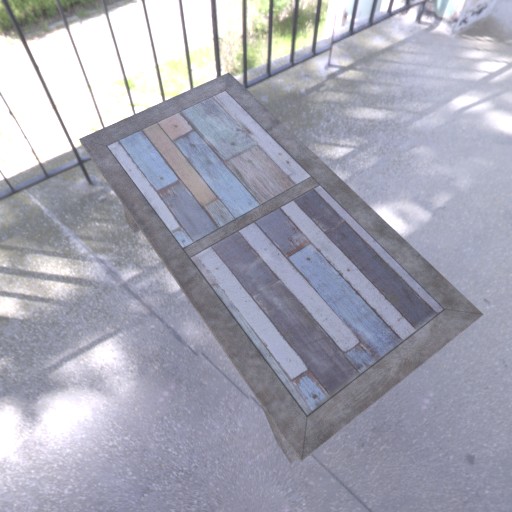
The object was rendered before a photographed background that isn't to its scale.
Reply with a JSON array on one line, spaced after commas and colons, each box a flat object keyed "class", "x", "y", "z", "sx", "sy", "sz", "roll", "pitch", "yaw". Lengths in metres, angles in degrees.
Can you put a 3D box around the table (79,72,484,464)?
[{"class": "table", "x": 0.000, "y": 0.000, "z": 1.536, "sx": 0.610, "sy": 0.470, "sz": 1.219, "roll": -31, "pitch": 64, "yaw": -17}]
